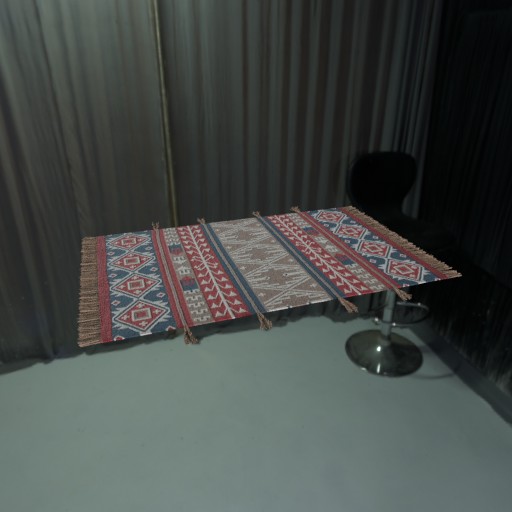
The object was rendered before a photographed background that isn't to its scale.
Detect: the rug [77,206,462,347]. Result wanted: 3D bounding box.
[{"bbox_3d":[0.000,0.000,2.686,2.025,0.040,1.469,-8,27,-17],"label":"rug"}]
